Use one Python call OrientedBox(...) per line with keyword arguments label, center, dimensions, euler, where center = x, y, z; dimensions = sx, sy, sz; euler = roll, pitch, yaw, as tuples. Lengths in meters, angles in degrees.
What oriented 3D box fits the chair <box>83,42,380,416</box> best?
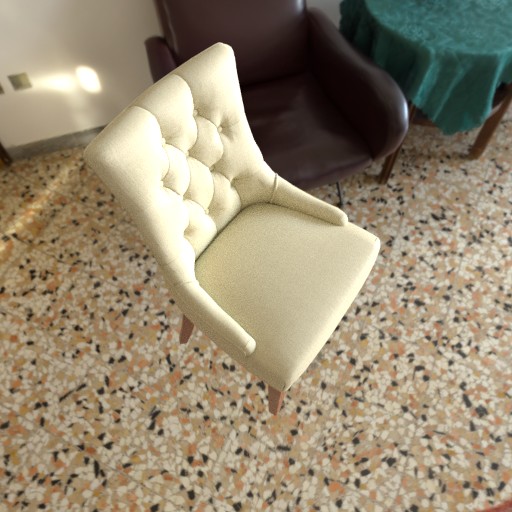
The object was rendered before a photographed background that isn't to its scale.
OrientedBox(label="chair", center=(0.000, 0.000, 1.223), dimensions=(0.565, 0.874, 0.509), euler=(31, 63, 18))
